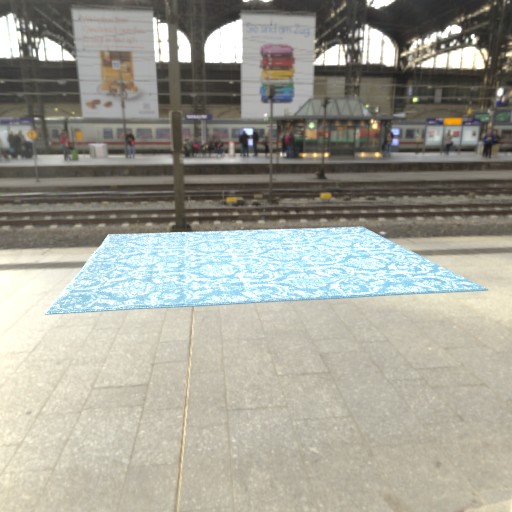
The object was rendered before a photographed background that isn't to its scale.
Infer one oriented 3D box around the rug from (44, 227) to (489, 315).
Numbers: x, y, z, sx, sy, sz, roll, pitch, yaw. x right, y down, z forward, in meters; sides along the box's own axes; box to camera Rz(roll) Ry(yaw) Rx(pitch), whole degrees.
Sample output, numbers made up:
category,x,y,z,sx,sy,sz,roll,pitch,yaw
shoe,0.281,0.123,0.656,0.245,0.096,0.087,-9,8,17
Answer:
category,x,y,z,sx,sy,sz,roll,pitch,yaw
rug,0.000,0.000,4.051,2.980,0.012,2.363,-2,15,-8
